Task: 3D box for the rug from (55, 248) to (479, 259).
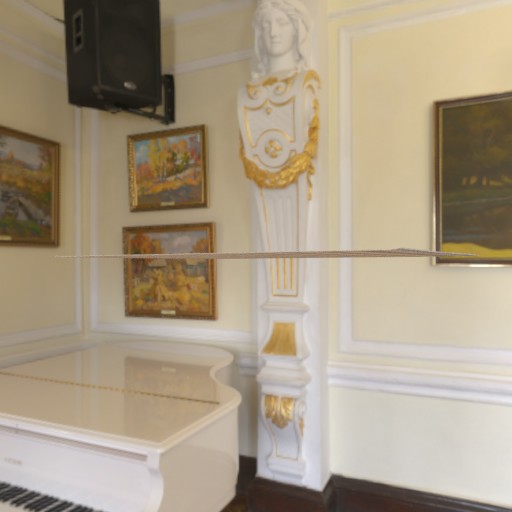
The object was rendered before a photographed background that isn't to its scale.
[{"bbox_3d":[0.000,0.000,2.487,2.084,0.009,1.222,-1,-1,36],"label":"rug"}]
